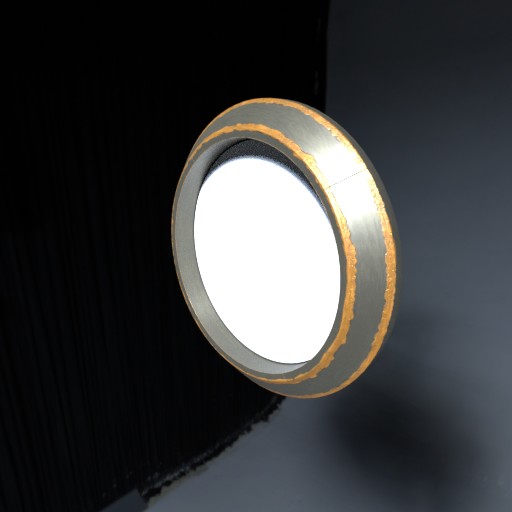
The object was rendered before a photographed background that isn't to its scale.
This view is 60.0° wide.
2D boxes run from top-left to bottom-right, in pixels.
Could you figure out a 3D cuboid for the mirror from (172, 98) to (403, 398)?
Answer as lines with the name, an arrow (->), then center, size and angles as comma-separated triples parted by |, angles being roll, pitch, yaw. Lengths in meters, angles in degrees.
mirror -> 0.000, 0.000, 1.347 | 0.111, 0.907, 0.907 | -15, 21, -42
